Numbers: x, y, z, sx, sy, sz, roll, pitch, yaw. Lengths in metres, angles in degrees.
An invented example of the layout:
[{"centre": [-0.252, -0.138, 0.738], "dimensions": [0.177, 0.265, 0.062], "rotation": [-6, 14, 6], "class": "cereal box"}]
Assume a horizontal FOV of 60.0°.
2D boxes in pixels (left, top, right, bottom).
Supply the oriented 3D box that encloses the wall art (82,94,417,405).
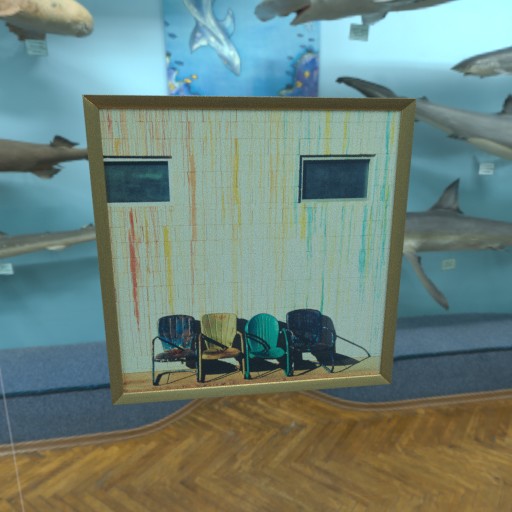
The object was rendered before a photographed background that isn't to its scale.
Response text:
[{"centre": [0.000, 0.000, 0.748], "dimensions": [0.505, 0.505, 0.037], "rotation": [-2, 15, -7], "class": "wall art"}]
